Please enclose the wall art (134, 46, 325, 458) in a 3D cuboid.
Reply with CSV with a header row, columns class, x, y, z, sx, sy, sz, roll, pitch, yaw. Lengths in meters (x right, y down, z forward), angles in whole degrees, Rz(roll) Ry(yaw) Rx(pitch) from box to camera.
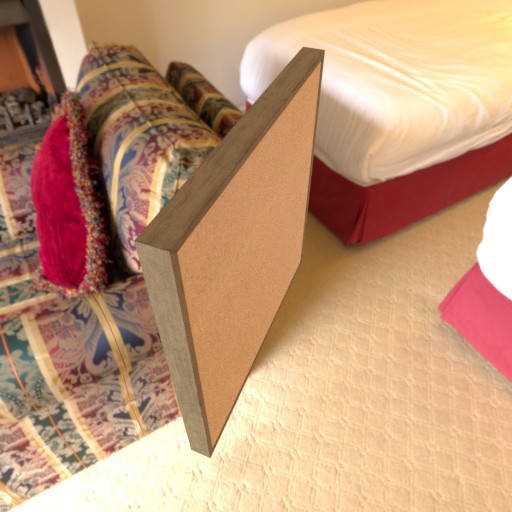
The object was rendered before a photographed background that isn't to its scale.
class,x,y,z,sx,sy,sz,roll,pitch,yaw
wall art,0.000,0.000,0.755,0.038,0.508,0.508,16,48,15
